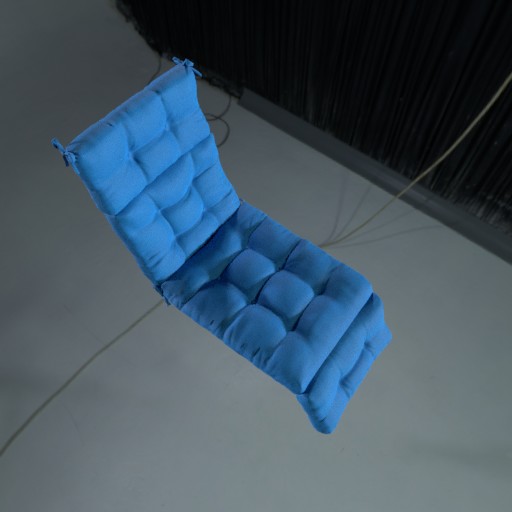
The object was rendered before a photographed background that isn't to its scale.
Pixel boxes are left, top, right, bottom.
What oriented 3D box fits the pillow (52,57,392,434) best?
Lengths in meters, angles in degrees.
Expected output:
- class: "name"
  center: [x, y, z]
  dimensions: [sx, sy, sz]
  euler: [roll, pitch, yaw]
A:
- class: "pillow"
  center: [0.000, 0.000, 1.480]
  dimensions: [1.016, 0.863, 0.526]
  euler: [33, 64, 19]
